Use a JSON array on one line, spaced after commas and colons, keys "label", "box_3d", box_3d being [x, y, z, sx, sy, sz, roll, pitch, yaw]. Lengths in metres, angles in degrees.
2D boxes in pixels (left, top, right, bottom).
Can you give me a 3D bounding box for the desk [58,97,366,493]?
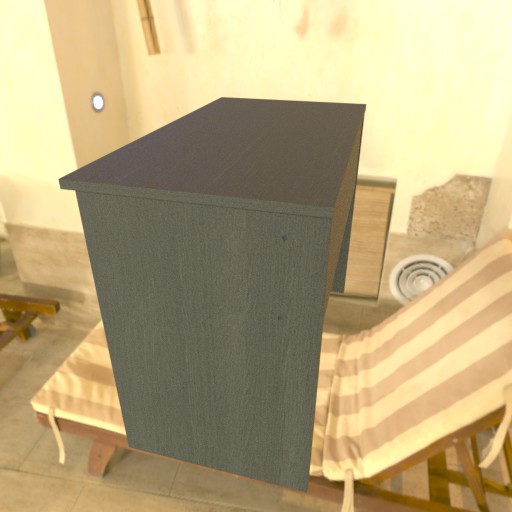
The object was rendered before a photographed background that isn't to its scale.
[{"label": "desk", "box_3d": [0.000, 0.000, 1.297, 0.498, 0.724, 0.893, 8, 30, 13]}]
